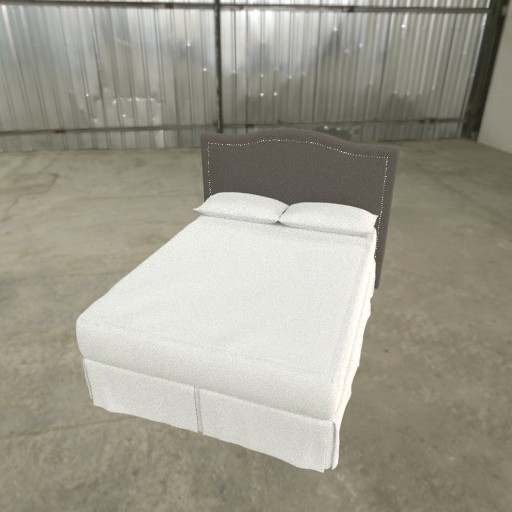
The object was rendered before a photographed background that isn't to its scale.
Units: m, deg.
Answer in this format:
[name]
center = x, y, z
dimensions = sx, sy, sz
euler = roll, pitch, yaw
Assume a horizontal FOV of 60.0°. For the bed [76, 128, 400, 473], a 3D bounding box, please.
[bed]
center = 0.000, 0.000, 3.095
dimensions = 1.666, 1.387, 2.036
euler = 9, 28, 17
